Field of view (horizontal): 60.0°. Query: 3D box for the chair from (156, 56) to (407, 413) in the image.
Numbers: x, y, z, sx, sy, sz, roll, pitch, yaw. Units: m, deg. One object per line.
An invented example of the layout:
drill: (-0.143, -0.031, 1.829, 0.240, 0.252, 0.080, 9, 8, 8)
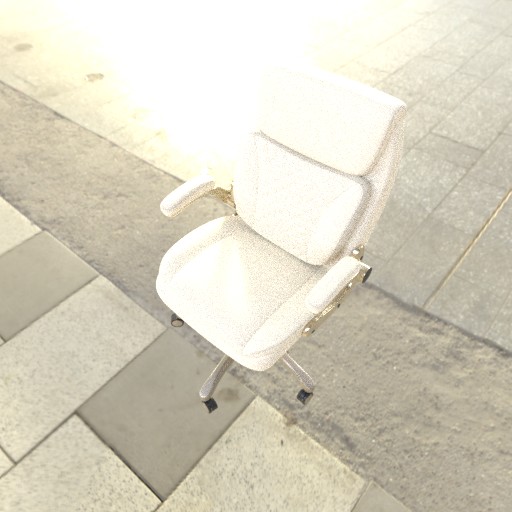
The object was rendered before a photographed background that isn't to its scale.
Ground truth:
chair: (0.000, 0.000, 1.613, 0.740, 1.110, 0.794, 30, 54, 25)
